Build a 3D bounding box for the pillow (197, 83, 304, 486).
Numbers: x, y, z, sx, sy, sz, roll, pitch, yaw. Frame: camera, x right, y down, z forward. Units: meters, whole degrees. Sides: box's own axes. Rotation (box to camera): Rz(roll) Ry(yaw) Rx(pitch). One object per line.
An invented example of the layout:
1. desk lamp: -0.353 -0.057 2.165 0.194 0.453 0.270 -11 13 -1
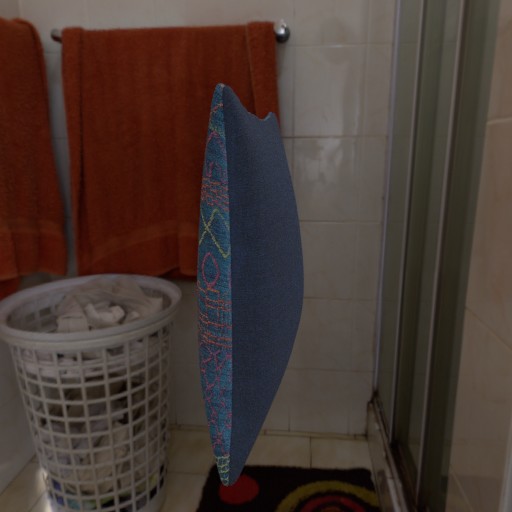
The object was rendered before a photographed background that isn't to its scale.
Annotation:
1. pillow: 0.000 0.000 0.646 0.141 0.431 0.431 2 14 8
